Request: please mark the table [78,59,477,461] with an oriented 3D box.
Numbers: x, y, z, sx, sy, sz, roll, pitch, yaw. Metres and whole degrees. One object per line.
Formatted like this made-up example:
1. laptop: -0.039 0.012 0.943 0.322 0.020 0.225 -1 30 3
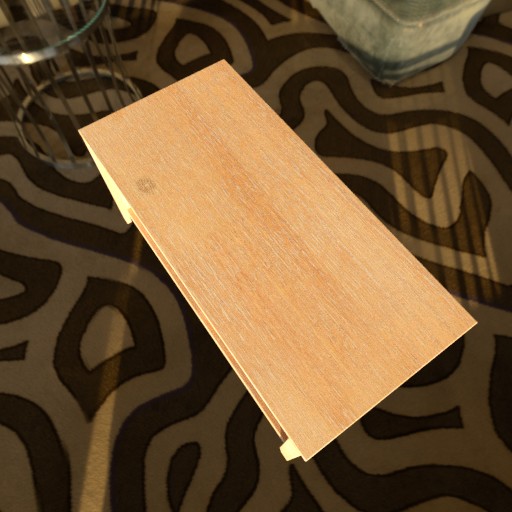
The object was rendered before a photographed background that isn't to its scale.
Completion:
1. table: 0.000 0.000 1.306 0.483 0.457 1.016 -32 68 -15
